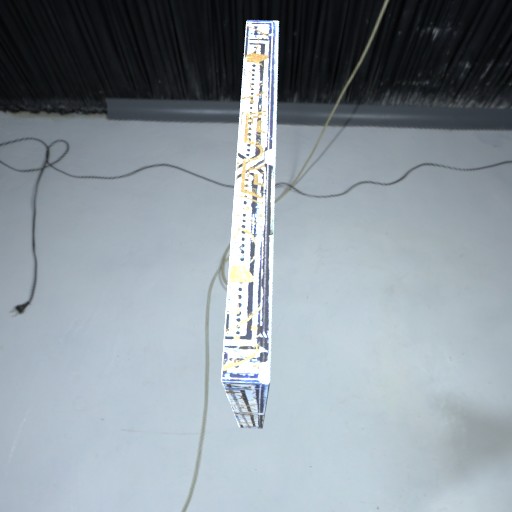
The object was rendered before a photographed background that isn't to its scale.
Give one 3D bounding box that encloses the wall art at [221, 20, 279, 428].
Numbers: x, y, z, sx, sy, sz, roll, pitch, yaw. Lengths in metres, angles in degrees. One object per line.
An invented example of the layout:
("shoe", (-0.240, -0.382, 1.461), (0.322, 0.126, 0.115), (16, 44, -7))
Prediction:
("wall art", (0.000, 0.000, 0.610), (0.038, 0.410, 0.411), (2, 64, 1))
